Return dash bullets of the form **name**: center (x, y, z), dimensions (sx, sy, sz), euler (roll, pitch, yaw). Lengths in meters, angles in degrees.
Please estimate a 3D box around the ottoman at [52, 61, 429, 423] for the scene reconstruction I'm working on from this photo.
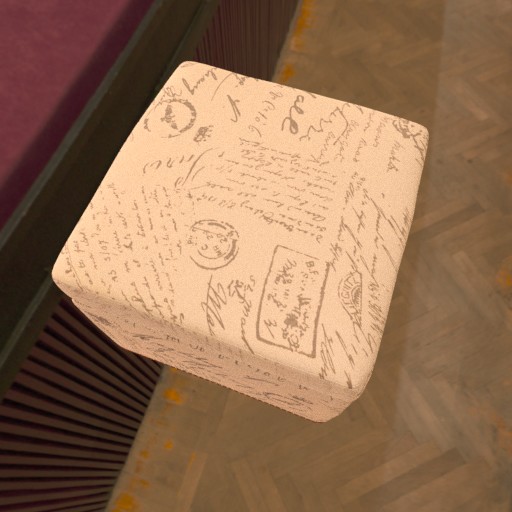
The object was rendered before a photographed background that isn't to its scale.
- **ottoman**: center (0.000, 0.000, 0.827), dimensions (0.450, 0.457, 0.449), euler (18, 65, 9)
